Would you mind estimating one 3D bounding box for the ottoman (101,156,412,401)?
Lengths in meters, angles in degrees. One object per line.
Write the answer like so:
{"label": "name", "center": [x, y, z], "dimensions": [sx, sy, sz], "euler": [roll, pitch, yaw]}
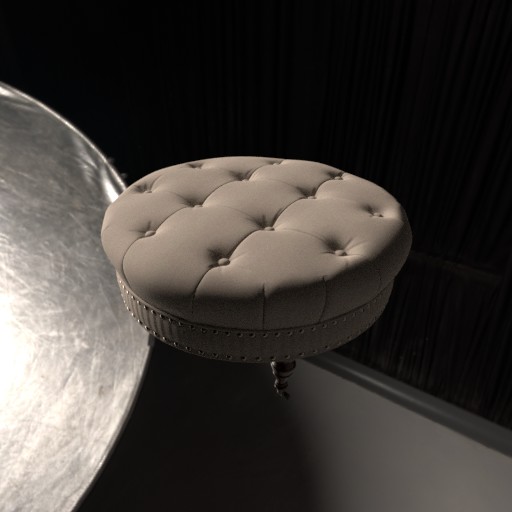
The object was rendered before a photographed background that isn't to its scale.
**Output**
{"label": "ottoman", "center": [0.000, 0.000, 1.411], "dimensions": [0.901, 0.439, 0.901], "euler": [0, 31, 0]}
